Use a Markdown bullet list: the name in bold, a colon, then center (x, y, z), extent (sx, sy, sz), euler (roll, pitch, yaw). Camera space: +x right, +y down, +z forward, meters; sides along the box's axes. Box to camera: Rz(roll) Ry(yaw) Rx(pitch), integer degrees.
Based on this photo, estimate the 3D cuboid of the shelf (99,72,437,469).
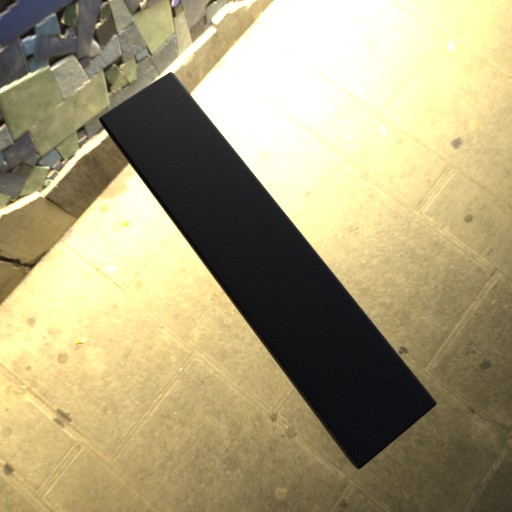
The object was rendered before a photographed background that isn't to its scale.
- **shelf**: center (0.000, 0.000, 0.487), extent (0.102, 0.053, 0.456), euler (-36, 80, -7)
